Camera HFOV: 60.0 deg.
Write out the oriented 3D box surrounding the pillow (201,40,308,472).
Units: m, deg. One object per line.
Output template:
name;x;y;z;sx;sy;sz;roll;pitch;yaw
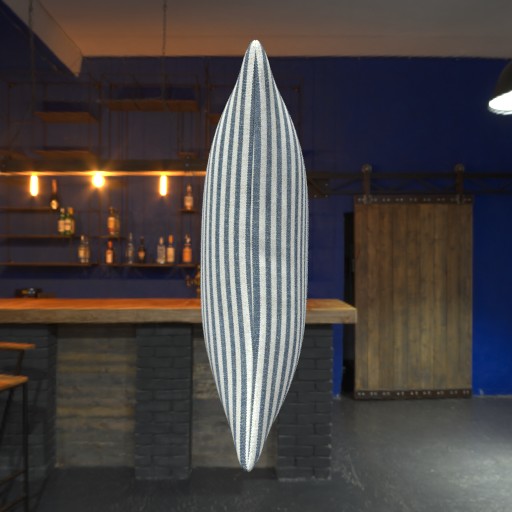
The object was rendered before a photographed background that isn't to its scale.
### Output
pillow;0.000;0.000;0.780;0.166;0.510;0.523;0;0;1
